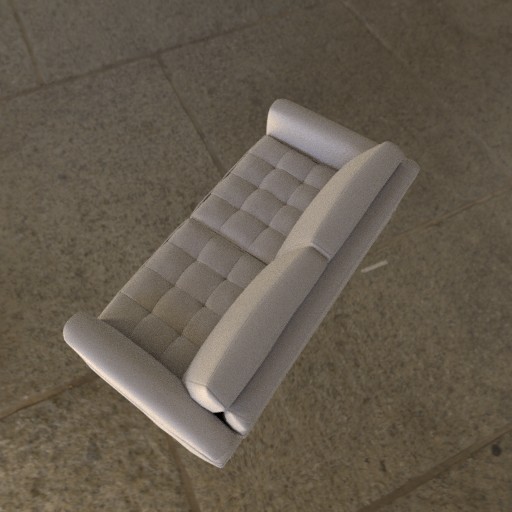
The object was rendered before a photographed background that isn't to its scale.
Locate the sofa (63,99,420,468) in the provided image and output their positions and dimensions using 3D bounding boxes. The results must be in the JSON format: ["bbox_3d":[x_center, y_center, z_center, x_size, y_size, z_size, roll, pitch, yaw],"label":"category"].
[{"bbox_3d":[0.000,0.000,2.703,1.121,0.930,2.177,32,67,16],"label":"sofa"}]
